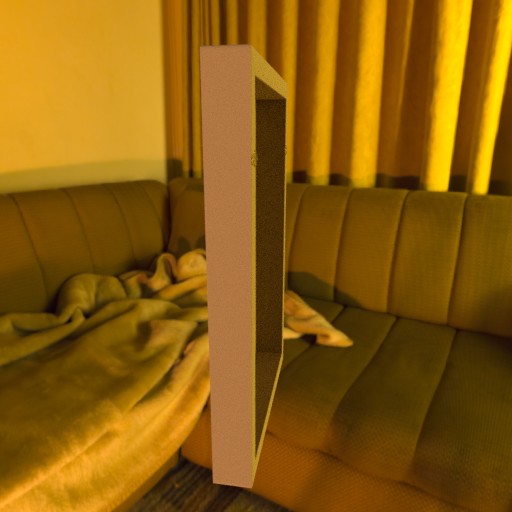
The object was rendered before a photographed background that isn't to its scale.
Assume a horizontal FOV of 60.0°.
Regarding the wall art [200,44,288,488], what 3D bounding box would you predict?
[{"bbox_3d":[0.000,0.000,0.488,0.039,0.381,0.252,3,15,10],"label":"wall art"}]
